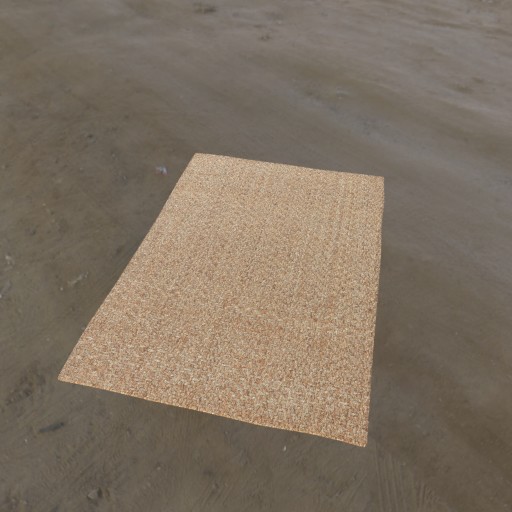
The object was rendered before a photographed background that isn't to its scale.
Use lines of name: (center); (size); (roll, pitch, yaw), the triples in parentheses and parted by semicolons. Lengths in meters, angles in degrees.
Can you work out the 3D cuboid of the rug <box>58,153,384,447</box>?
rug: (0.000, 0.000, 2.826); (1.566, 0.013, 2.141); (9, 46, 9)
